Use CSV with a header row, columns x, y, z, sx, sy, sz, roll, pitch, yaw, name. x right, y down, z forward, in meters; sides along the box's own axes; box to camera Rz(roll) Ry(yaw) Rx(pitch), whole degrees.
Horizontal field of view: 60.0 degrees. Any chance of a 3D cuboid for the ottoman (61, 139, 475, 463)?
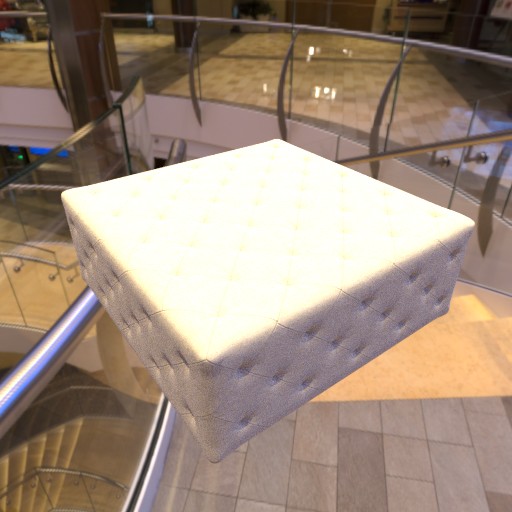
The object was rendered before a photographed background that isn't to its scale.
x,y,z,sx,sy,sz,roll,pitch,yaw,name
0.000,0.000,1.623,1.028,0.439,1.028,-22,39,-30,ottoman
